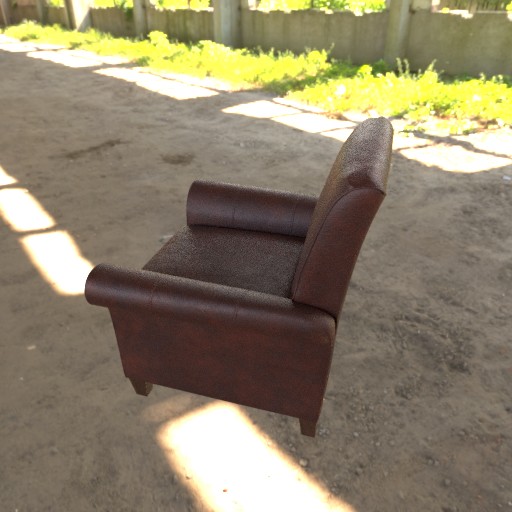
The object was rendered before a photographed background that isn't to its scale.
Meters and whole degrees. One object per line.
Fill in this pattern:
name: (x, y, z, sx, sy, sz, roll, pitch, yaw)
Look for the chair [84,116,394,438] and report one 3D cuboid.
chair: (0.000, 0.000, 1.755, 0.902, 1.061, 0.978, 8, 31, 14)
